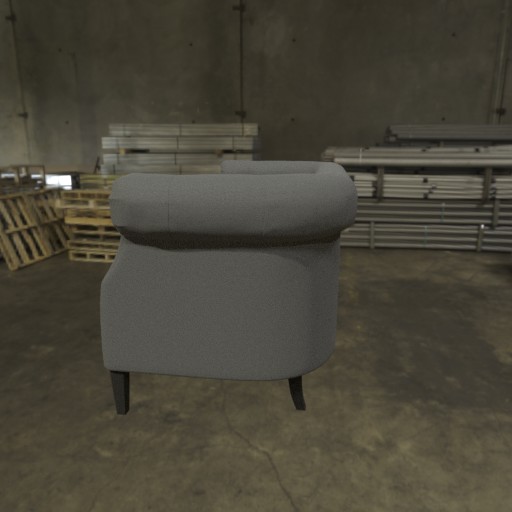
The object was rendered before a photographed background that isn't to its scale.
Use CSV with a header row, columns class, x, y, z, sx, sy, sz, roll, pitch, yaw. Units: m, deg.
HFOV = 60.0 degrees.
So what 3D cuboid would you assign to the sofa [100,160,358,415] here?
class,x,y,z,sx,sy,sz,roll,pitch,yaw
sofa,0.000,0.000,2.040,0.835,0.827,1.558,2,14,9
